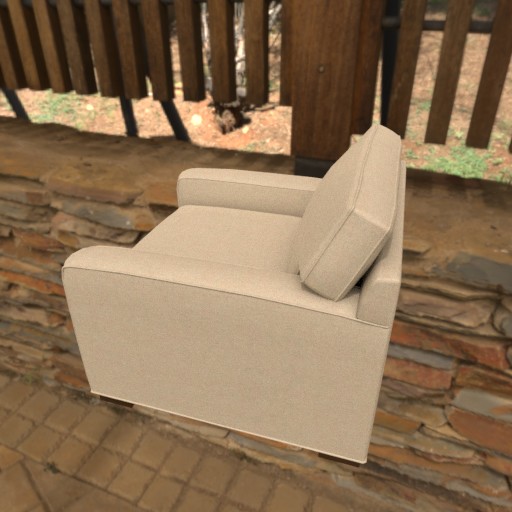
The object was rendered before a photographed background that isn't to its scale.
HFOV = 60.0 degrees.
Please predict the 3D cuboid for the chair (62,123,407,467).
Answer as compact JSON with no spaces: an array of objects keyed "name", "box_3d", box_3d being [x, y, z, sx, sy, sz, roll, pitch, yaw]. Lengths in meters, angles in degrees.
[{"name":"chair","box_3d":[0.000,0.000,1.756,1.043,0.913,0.998,9,31,15]}]
